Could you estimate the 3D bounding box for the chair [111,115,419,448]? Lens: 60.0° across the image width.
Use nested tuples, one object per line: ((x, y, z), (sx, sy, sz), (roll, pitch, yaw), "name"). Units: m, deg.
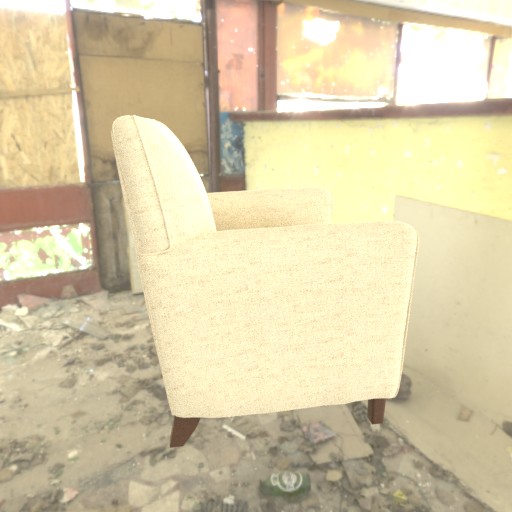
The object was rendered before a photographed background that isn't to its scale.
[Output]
((0.000, 0.000, 1.584), (0.823, 0.943, 0.870), (-3, 17, -9), "chair")
